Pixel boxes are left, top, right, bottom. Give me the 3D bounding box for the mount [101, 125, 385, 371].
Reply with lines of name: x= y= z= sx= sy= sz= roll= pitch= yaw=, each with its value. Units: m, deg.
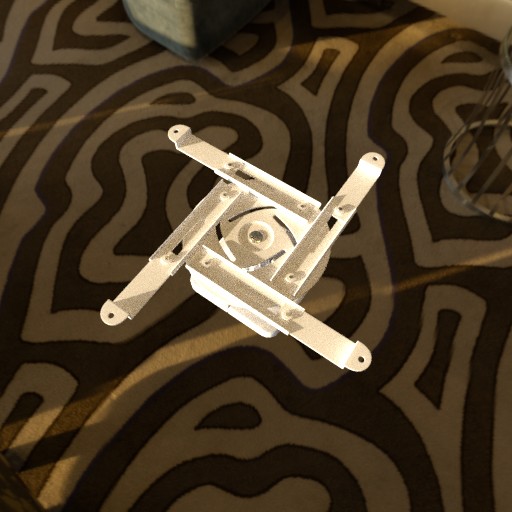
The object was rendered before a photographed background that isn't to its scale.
mount: x=0.000 y=0.000 z=0.616 sx=0.394 sy=0.141 sz=0.394 roll=32 pitch=66 yaw=16
